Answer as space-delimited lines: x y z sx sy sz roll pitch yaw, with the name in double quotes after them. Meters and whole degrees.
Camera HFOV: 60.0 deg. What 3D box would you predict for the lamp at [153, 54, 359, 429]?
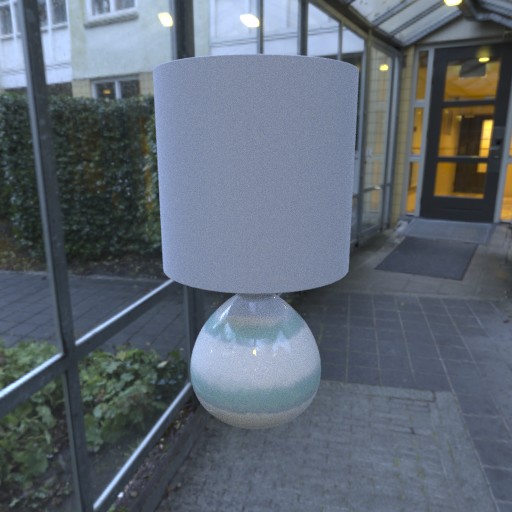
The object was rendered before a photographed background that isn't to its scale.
0.000 0.000 0.526 0.217 0.404 0.217 7 16 25 "lamp"
